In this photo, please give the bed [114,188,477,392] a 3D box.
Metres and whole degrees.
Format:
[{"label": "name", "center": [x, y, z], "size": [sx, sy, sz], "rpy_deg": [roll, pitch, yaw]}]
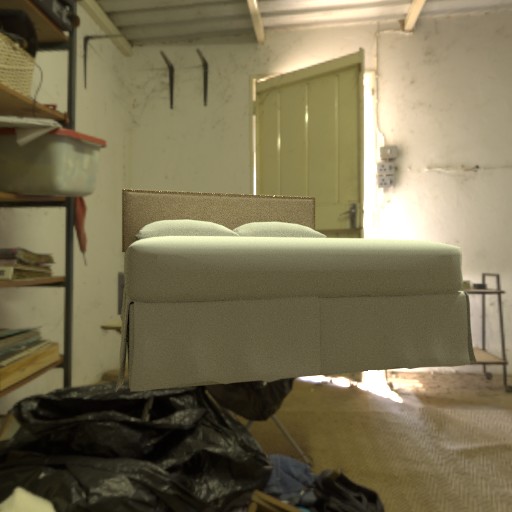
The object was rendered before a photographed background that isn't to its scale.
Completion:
[{"label": "bed", "center": [0.000, 0.000, 2.707], "size": [1.616, 1.016, 1.876], "rpy_deg": [0, 0, -17]}]
